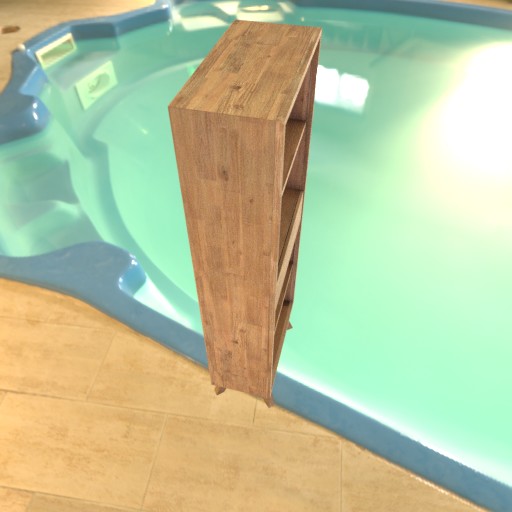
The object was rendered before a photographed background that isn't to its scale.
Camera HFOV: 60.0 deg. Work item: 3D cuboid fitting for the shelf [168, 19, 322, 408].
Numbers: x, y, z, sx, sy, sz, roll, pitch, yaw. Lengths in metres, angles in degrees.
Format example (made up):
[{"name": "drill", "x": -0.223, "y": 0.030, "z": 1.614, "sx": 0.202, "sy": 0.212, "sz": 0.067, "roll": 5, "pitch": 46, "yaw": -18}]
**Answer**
[{"name": "shelf", "x": 0.000, "y": 0.000, "z": 1.531, "sx": 0.267, "sy": 1.342, "sz": 0.491, "roll": 11, "pitch": 48, "yaw": 10}]
